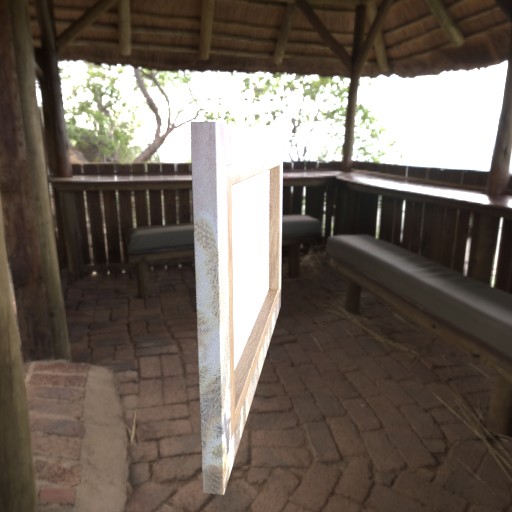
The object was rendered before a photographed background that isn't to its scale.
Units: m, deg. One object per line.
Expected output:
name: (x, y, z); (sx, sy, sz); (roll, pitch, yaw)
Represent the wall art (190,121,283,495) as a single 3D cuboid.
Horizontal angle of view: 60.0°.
wall art: (0.000, 0.000, 1.118); (0.040, 0.608, 0.916); (2, 14, 9)
